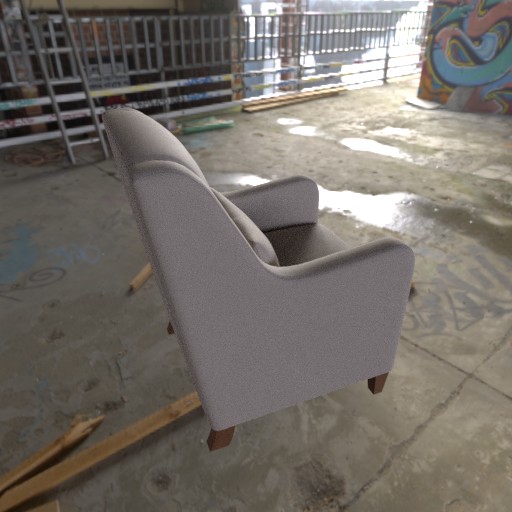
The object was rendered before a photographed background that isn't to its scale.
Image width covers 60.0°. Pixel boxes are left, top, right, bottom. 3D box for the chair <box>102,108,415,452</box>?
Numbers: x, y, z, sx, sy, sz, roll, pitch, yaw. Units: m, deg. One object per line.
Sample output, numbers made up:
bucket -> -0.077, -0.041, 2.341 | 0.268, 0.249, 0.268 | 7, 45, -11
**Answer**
chair -> 0.000, 0.000, 1.595 | 0.863, 1.010, 0.715 | -11, 32, -19
